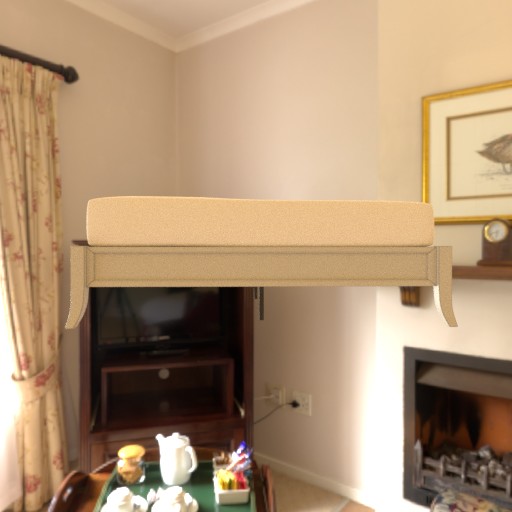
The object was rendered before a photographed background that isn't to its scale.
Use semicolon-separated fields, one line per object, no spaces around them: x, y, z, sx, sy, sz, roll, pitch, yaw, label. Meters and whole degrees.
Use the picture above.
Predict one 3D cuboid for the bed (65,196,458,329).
0.000;0.000;2.631;1.460;0.510;1.985;0;1;-2;bed
